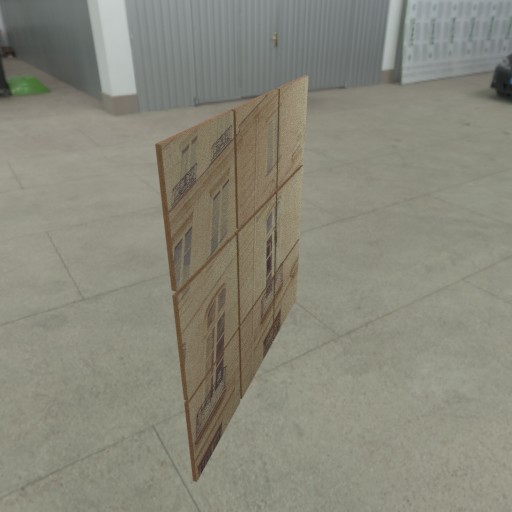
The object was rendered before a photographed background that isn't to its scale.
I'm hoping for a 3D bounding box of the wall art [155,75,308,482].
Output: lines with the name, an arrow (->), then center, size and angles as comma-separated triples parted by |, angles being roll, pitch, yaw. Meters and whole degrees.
wall art -> 0.000, 0.000, 1.341 | 0.018, 0.913, 0.915 | 11, 31, 19
